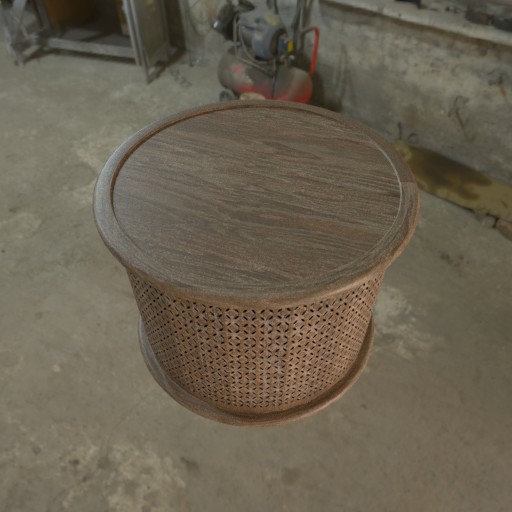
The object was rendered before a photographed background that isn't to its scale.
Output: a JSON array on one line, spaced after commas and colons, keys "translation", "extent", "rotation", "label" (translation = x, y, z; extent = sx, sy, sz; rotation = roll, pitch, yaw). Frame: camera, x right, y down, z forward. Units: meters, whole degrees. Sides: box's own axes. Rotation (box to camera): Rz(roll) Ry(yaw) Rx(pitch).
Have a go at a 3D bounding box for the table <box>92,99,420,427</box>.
[{"translation": [0.000, 0.000, 1.004], "extent": [0.607, 0.450, 0.607], "rotation": [0, 47, 0], "label": "table"}]
